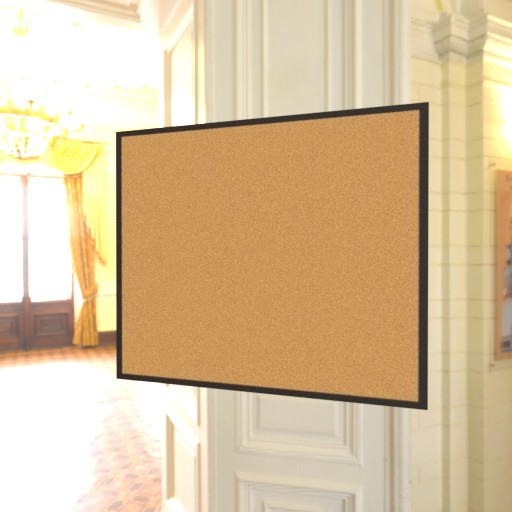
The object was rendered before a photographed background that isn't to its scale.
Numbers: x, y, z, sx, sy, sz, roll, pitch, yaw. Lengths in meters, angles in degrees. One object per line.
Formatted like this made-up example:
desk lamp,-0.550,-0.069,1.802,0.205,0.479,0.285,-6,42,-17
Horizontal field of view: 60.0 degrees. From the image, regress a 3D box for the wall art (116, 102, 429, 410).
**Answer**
wall art,0.000,0.000,1.425,1.033,0.875,0.023,0,1,18
